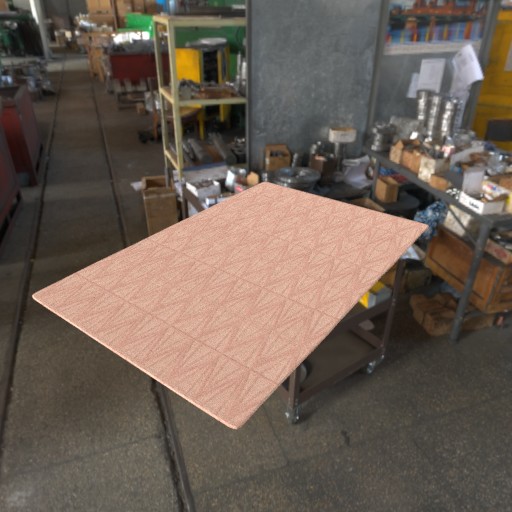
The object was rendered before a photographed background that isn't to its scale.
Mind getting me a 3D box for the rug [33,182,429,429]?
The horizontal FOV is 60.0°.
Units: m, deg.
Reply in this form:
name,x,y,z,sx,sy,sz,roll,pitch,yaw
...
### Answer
name,x,y,z,sx,sy,sz,roll,pitch,yaw
rug,0.000,0.000,3.062,1.609,0.015,2.390,21,36,31
